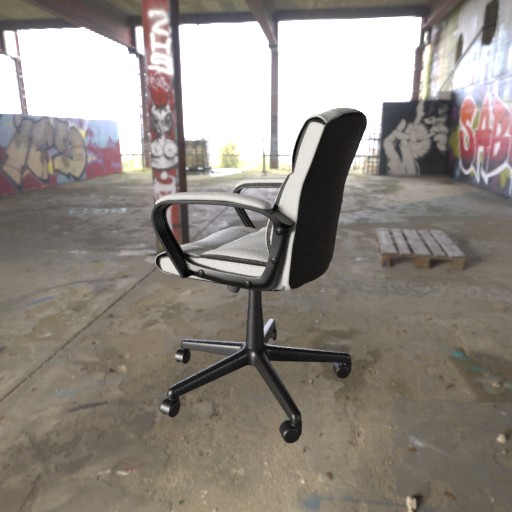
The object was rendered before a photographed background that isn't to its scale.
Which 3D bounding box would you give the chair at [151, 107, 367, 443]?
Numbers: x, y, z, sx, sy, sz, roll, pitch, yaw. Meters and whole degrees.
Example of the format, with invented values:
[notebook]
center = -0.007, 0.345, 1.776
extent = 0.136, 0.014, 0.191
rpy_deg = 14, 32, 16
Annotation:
[chair]
center = 0.000, 0.000, 1.606
extent = 0.717, 1.004, 0.739
rpy_deg = 8, 18, 26
